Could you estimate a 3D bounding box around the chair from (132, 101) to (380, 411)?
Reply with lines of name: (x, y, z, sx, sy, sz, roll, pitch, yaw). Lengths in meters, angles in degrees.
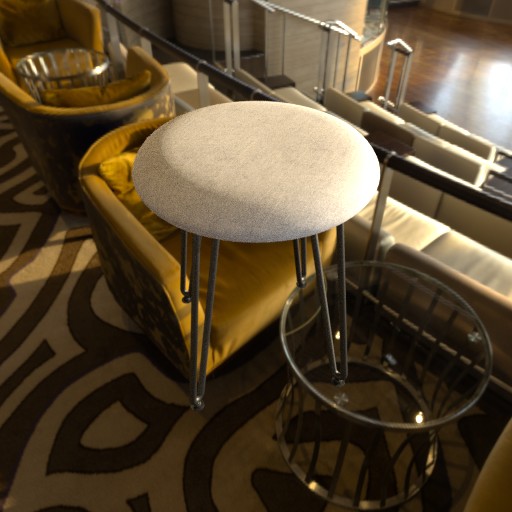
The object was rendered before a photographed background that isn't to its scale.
chair: (0.000, 0.000, 0.669, 0.350, 0.386, 0.350, 24, 47, 25)
